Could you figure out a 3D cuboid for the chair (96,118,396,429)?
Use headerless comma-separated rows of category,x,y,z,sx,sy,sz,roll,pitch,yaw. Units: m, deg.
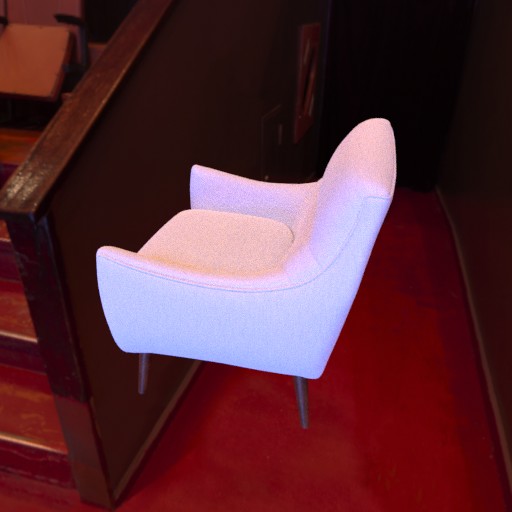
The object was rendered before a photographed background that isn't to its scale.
chair,0.000,0.000,1.478,0.787,0.838,0.762,7,31,12
